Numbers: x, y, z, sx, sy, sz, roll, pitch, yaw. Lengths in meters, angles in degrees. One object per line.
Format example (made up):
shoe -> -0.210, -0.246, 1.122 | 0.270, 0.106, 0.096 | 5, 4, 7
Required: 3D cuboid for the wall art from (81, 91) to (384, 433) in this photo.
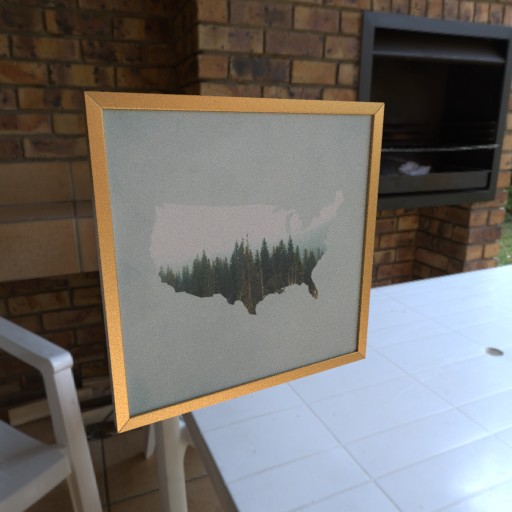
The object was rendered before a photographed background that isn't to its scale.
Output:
wall art -> 0.000, 0.000, 1.135 | 0.762, 0.762, 0.038 | -8, 18, -27
